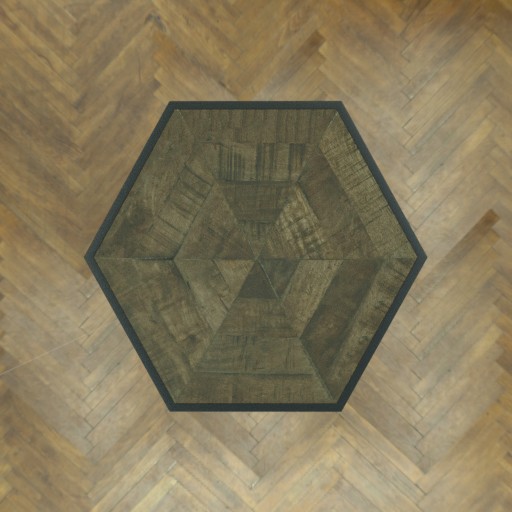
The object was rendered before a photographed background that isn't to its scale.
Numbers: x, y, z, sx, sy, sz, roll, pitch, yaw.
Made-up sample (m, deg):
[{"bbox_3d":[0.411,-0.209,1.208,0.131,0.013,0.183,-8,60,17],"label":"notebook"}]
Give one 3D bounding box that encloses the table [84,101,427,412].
[{"bbox_3d":[0.000,0.000,1.025,0.578,0.564,0.579,0,90,0],"label":"table"}]
